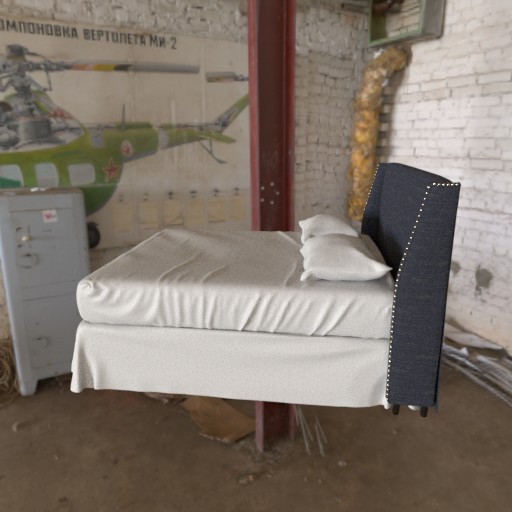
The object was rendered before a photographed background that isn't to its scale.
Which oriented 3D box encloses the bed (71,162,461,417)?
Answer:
[{"bbox_3d":[0.000,0.000,3.343,2.276,1.332,1.925,2,15,7],"label":"bed"}]
